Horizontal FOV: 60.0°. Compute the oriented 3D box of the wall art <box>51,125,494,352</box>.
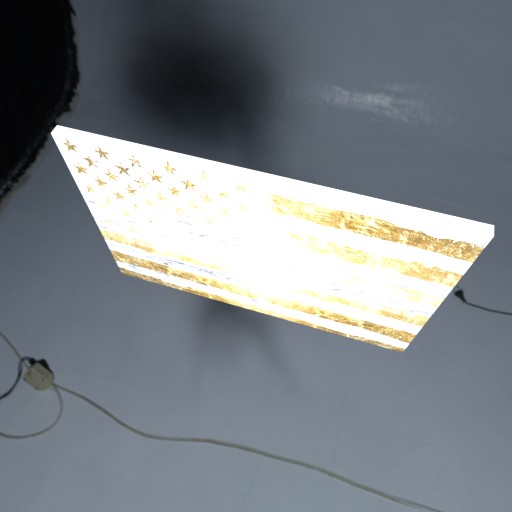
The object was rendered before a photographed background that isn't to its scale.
[{"bbox_3d":[0.000,0.000,1.160,0.932,0.610,0.027,15,59,9],"label":"wall art"}]
